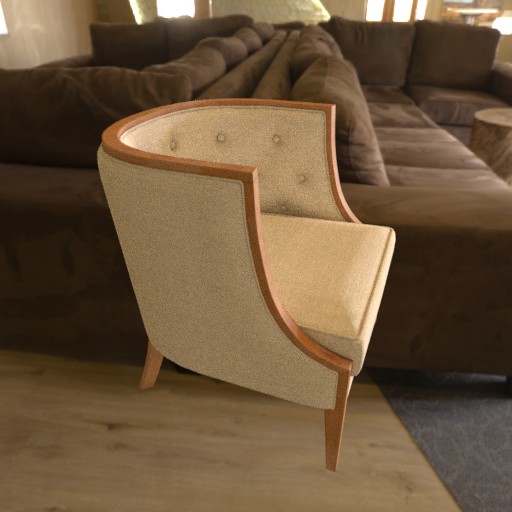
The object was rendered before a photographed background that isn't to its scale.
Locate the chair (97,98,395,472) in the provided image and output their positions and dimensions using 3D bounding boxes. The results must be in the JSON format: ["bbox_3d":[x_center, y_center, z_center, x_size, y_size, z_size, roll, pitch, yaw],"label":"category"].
[{"bbox_3d":[0.000,0.000,1.334,0.757,0.775,0.711,11,32,19],"label":"chair"}]
